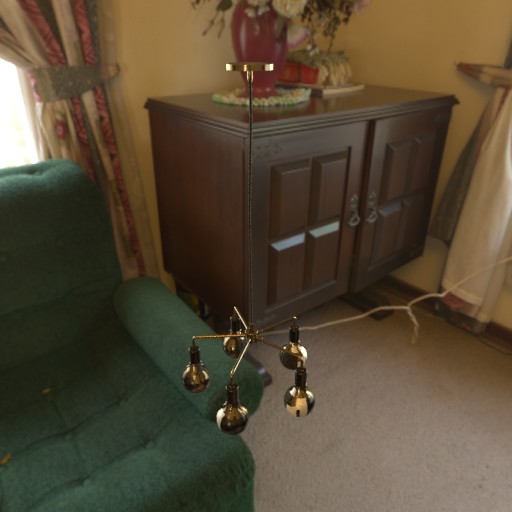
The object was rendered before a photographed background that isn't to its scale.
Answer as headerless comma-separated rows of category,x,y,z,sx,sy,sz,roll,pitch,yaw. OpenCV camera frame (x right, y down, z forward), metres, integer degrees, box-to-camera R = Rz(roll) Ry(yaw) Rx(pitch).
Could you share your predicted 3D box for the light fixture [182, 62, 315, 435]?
light fixture,0.000,0.000,1.240,0.421,0.988,0.438,17,31,31
